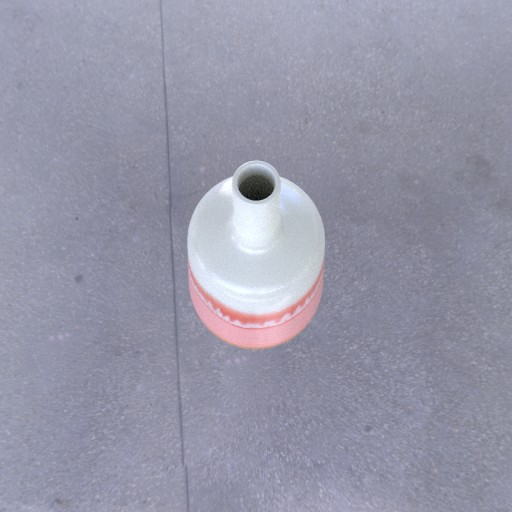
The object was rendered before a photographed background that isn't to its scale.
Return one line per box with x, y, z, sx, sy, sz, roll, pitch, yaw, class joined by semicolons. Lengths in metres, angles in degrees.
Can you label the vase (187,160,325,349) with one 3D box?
0.000;0.000;0.378;0.144;0.296;0.144;0;75;0;vase
